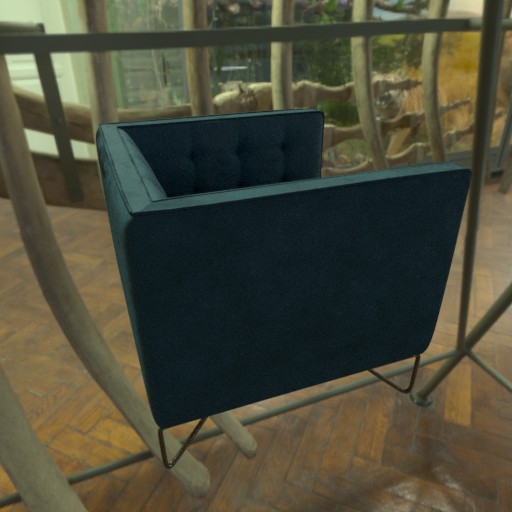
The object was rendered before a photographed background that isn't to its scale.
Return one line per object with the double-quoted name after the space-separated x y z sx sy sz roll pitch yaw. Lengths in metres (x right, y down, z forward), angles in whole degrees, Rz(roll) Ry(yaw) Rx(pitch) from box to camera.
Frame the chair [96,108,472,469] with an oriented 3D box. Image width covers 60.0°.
0.000 0.000 1.516 0.894 0.790 0.880 -11 31 -18 "chair"
